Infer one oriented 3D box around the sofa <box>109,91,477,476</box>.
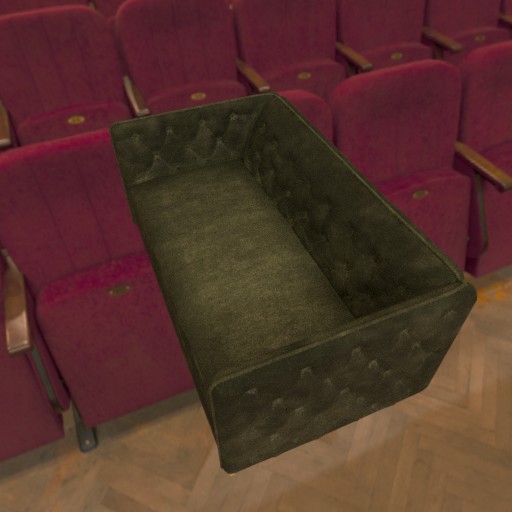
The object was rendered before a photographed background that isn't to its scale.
[{"bbox_3d":[0.000,0.000,1.995,0.895,0.768,1.537,-17,48,-16],"label":"sofa"}]
